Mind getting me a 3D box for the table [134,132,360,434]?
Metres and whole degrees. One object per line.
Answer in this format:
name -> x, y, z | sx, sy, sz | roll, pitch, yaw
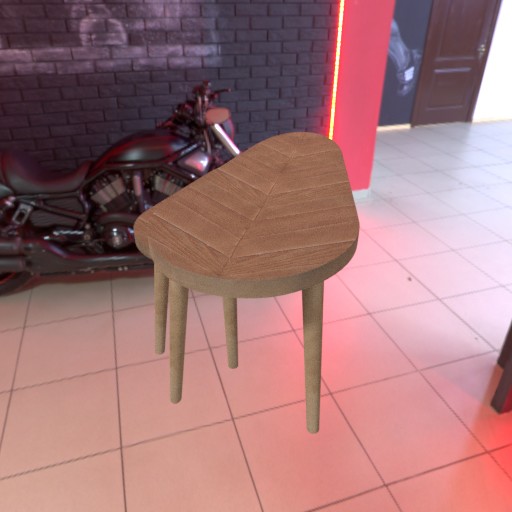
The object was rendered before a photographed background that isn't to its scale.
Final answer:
table -> 0.000, 0.000, 1.604 | 0.701, 0.595, 1.190 | 8, 32, 13
